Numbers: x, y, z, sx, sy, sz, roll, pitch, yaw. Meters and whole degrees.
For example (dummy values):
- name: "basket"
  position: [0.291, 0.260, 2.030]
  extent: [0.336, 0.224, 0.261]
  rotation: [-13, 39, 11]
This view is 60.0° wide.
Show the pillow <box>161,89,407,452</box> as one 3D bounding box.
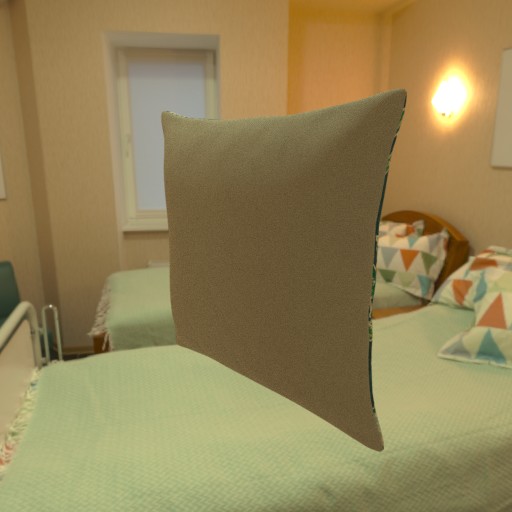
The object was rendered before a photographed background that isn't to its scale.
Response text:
- name: "pillow"
  position: [0.000, 0.000, 0.772]
  extent: [0.166, 0.508, 0.525]
  rotation: [-13, 19, -43]
